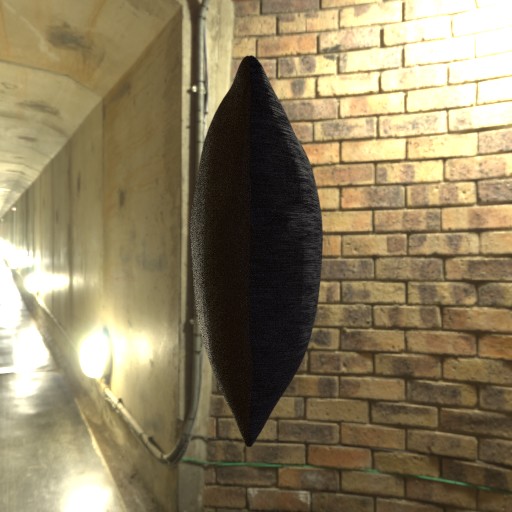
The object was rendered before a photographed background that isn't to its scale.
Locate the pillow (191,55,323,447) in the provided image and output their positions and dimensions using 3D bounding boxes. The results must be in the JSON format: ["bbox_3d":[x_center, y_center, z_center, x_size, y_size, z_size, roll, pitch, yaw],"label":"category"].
[{"bbox_3d":[0.000,0.000,0.712,0.204,0.439,0.452,0,-1,1],"label":"pillow"}]
